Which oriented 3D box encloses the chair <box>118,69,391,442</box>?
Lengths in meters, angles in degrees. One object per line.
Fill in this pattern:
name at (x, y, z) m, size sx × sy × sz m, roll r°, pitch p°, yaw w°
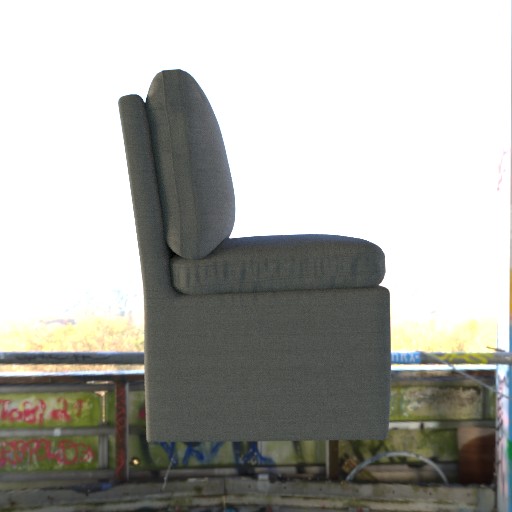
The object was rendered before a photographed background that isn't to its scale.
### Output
chair at (0.000, 0.000, 1.326) m, size 0.698 × 0.927 × 0.503 m, roll 0°, pitch 1°, yaw -2°
